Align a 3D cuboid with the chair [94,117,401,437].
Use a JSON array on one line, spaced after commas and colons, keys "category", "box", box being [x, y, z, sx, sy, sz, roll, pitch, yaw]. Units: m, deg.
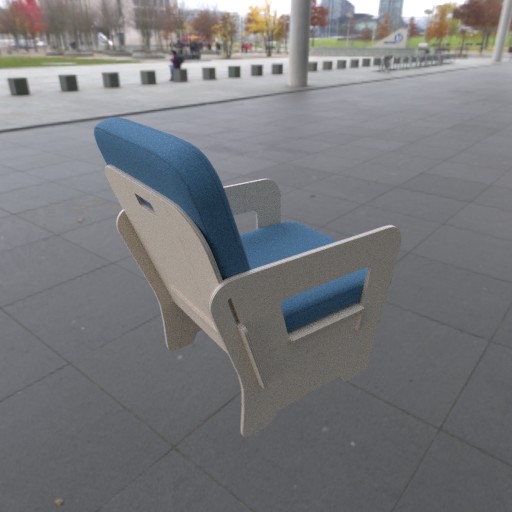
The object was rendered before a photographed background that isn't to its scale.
[{"category": "chair", "box": [0.000, 0.000, 1.213, 0.657, 0.747, 0.547, -17, 31, -31]}]
